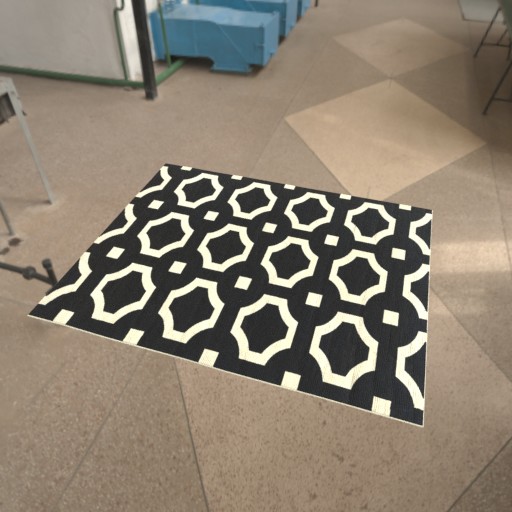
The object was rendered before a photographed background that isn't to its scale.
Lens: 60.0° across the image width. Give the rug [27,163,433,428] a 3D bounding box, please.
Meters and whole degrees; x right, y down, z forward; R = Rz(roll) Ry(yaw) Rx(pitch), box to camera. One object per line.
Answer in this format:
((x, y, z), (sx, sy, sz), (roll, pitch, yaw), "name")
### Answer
((0.000, 0.000, 4.060), (3.049, 0.021, 2.466), (12, 44, 13), "rug")
